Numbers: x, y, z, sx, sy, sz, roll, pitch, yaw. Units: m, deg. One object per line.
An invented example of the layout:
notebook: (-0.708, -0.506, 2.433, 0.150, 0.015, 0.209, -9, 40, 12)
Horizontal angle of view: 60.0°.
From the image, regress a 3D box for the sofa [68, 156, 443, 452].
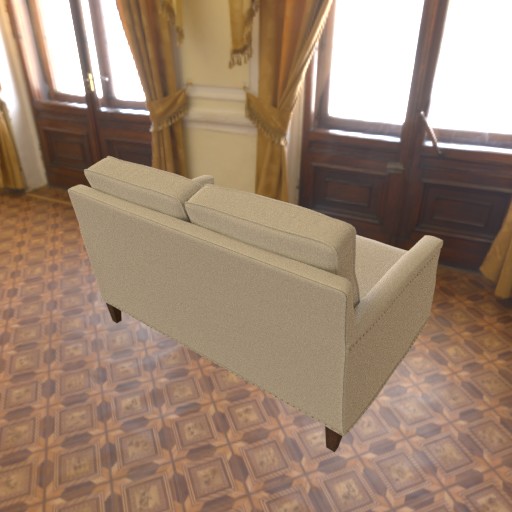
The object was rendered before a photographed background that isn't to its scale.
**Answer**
sofa: (0.000, 0.000, 2.291, 1.597, 1.003, 1.084, 20, 35, 32)
